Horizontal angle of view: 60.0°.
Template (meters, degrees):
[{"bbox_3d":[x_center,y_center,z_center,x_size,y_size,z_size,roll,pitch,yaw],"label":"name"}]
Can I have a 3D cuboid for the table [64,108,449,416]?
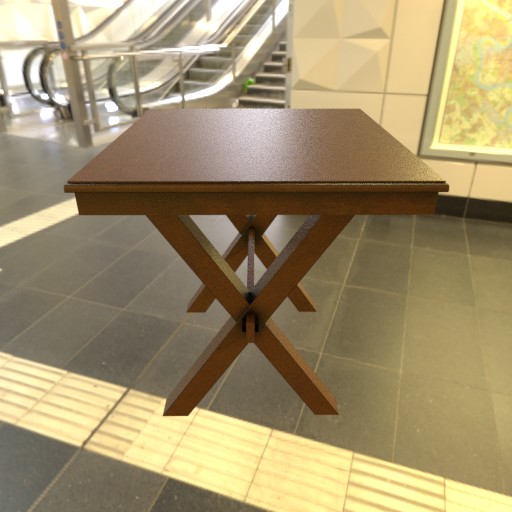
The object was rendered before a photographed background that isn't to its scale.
[{"bbox_3d":[0.000,0.000,1.037,0.560,0.562,0.602,0,28,0],"label":"table"}]
